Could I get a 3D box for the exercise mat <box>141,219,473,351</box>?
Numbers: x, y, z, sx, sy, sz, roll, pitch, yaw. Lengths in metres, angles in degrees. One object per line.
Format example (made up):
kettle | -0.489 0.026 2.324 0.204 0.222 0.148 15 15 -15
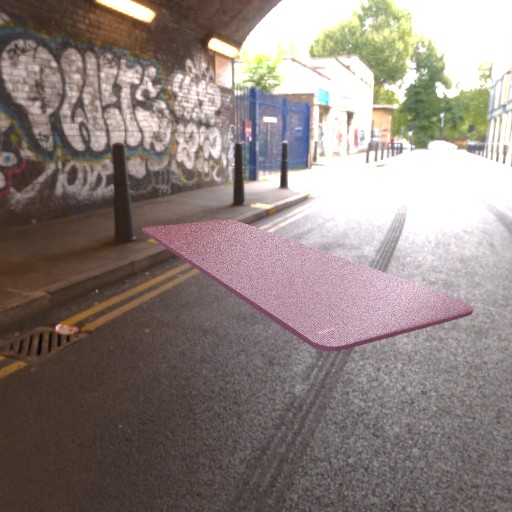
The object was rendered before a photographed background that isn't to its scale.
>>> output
exercise mat | 0.000 0.000 2.063 0.616 0.021 1.869 -8 17 -28
